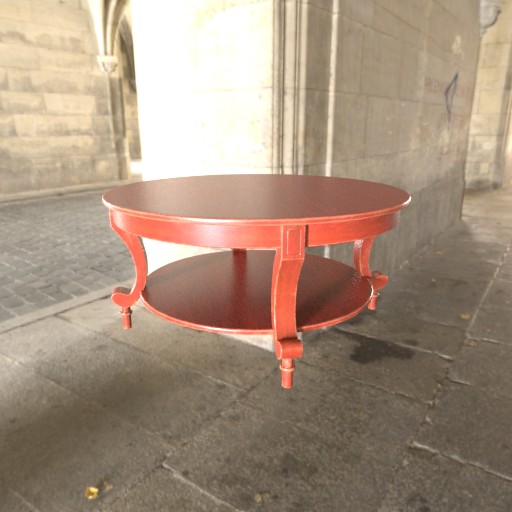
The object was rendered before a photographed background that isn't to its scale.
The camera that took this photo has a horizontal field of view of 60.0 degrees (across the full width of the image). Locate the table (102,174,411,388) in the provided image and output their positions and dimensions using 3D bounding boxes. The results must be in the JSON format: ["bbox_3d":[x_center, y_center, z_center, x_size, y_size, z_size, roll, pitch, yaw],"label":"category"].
[{"bbox_3d":[0.000,0.000,1.618,1.029,0.486,1.029,0,17,0],"label":"table"}]
